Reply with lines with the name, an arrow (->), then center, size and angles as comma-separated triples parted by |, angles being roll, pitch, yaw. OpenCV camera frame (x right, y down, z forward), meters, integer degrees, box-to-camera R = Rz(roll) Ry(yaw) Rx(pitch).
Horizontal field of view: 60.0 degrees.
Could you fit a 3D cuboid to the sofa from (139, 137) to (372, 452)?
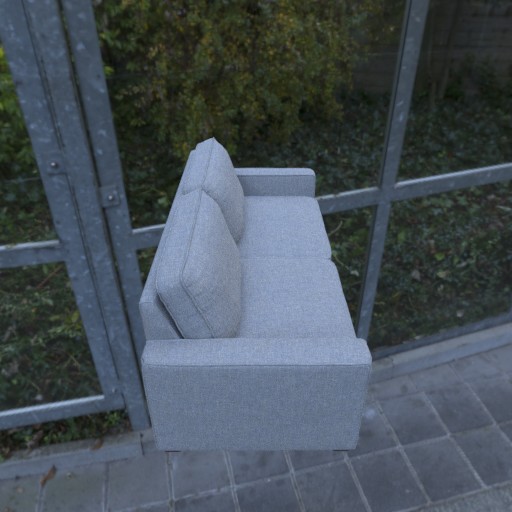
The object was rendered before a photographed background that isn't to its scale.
sofa -> 0.000, 0.000, 2.673 | 0.945, 0.918, 2.078 | 0, 33, 0
